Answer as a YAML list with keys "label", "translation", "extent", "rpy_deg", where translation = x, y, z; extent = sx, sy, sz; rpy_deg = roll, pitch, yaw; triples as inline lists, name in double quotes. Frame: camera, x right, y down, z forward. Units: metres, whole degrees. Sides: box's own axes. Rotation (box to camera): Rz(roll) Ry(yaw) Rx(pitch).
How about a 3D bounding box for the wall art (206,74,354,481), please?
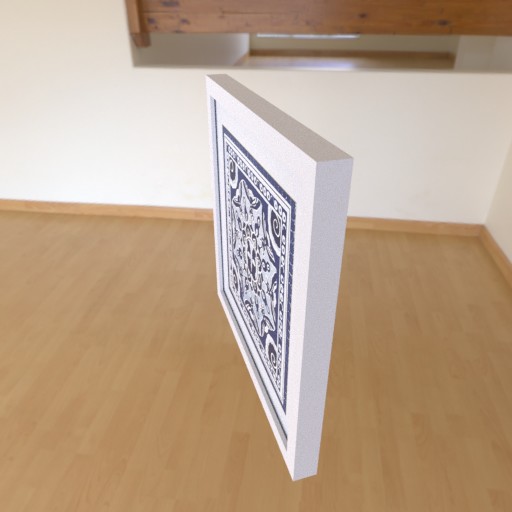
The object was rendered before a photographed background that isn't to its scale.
- label: "wall art"
  translation: [0.000, 0.000, 0.531]
  extent: [0.027, 0.355, 0.355]
  rpy_deg: [-9, 32, -15]
